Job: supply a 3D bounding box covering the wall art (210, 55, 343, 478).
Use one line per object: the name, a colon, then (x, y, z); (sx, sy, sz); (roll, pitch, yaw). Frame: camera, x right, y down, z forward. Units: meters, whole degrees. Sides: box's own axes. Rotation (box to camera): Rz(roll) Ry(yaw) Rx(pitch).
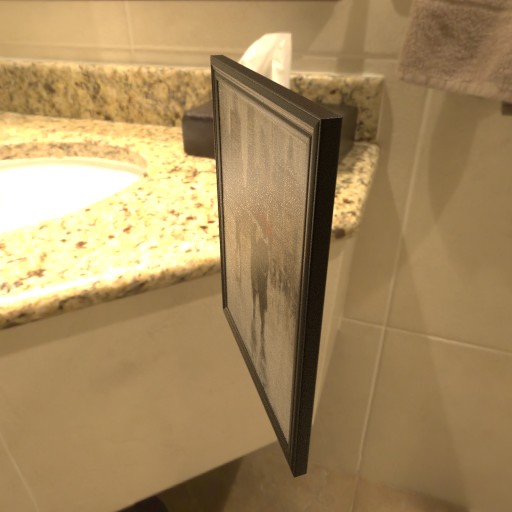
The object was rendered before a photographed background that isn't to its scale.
wall art: (0.000, 0.000, 1.570); (0.053, 1.194, 0.950); (-10, 33, -15)
